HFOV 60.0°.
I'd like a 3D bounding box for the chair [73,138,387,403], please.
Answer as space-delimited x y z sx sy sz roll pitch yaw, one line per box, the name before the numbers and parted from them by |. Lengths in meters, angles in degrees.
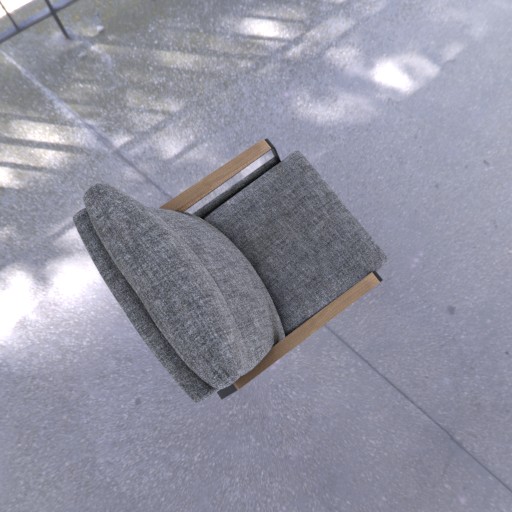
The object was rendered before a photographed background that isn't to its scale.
chair | 0.000 0.000 1.586 0.868 1.042 0.671 -35 79 -8
